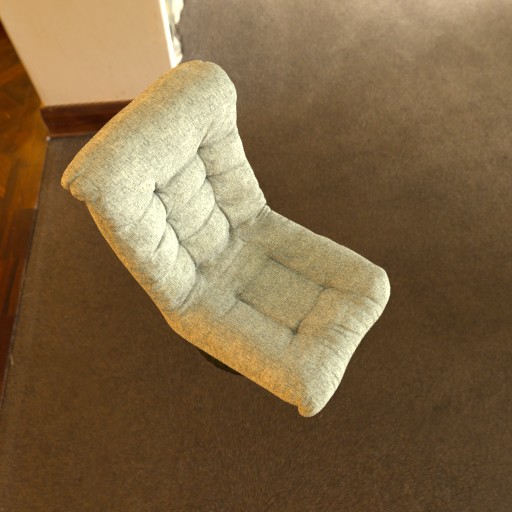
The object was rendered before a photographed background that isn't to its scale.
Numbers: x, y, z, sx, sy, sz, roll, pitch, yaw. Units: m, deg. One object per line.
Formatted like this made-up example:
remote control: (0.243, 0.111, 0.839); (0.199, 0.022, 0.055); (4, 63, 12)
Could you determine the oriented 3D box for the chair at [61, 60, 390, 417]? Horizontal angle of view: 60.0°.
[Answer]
chair: (0.000, 0.000, 0.978); (0.583, 0.600, 0.400); (30, 63, 17)
